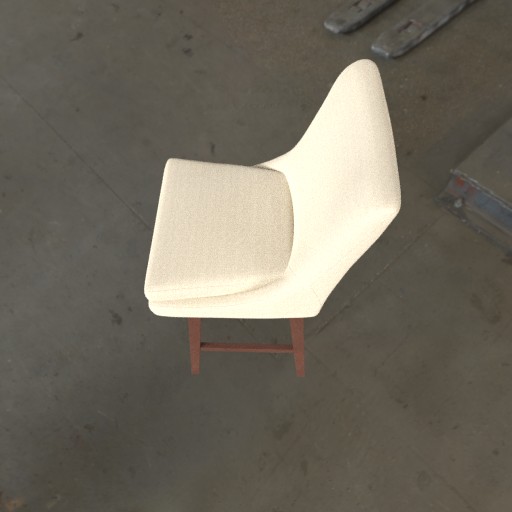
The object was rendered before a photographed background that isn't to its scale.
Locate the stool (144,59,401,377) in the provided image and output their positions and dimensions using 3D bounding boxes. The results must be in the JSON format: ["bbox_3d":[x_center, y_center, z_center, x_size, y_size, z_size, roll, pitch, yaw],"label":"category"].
[{"bbox_3d":[0.000,0.000,1.366,0.559,1.093,0.483,1,59,1],"label":"stool"}]
